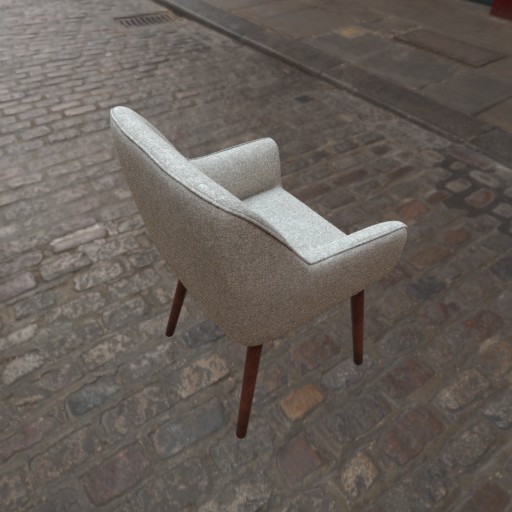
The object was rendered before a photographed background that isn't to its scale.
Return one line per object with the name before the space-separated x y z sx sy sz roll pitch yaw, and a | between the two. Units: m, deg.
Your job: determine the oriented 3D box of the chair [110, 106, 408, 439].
chair | 0.000 0.000 1.180 0.519 0.803 0.543 -26 48 -26
